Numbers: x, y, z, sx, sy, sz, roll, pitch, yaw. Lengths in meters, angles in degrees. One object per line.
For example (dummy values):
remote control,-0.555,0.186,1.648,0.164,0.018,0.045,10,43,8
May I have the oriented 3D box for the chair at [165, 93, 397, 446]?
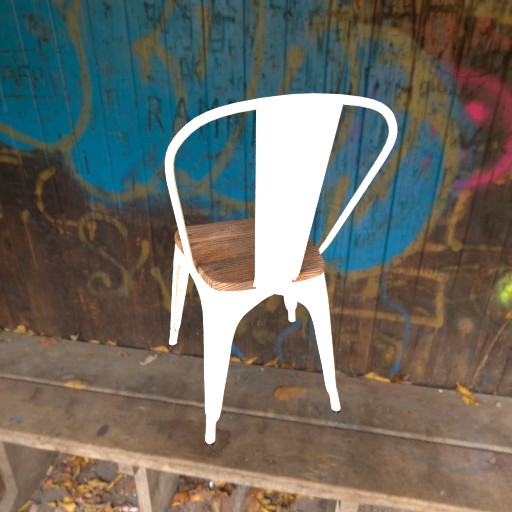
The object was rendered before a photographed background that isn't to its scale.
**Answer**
chair,0.000,0.000,1.136,0.452,0.851,0.521,-8,29,-15
